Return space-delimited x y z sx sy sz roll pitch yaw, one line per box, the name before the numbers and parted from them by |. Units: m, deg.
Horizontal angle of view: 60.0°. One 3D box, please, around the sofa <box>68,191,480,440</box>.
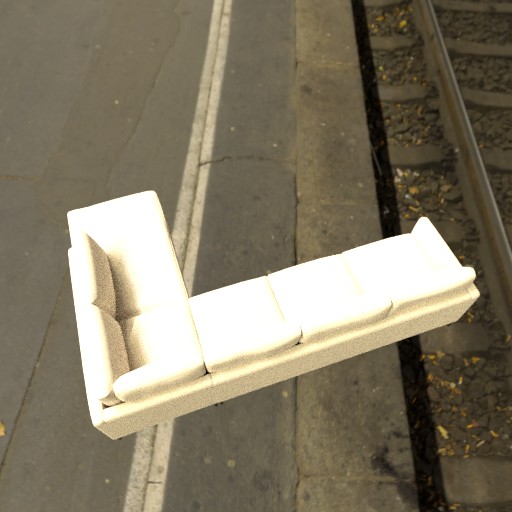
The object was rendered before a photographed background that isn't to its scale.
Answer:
sofa | 0.000 0.000 3.746 2.949 0.815 2.007 -16 59 -10
